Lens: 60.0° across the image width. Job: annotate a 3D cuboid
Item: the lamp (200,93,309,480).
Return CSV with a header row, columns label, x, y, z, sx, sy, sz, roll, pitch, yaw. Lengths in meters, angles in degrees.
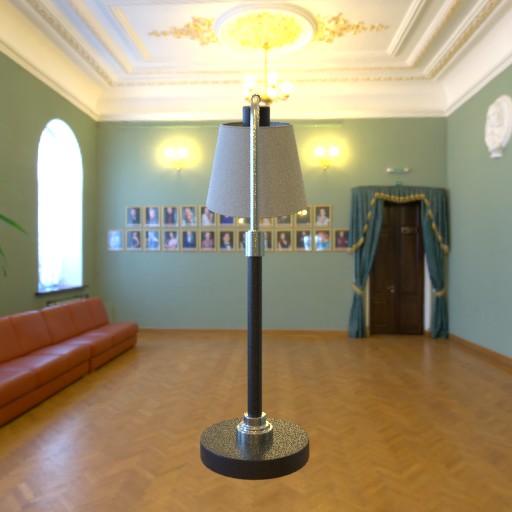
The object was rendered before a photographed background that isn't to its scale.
label,x,y,z,sx,sy,sz,roll,pitch,yaw
lamp,0.000,0.000,0.705,0.181,0.539,0.348,0,0,1
